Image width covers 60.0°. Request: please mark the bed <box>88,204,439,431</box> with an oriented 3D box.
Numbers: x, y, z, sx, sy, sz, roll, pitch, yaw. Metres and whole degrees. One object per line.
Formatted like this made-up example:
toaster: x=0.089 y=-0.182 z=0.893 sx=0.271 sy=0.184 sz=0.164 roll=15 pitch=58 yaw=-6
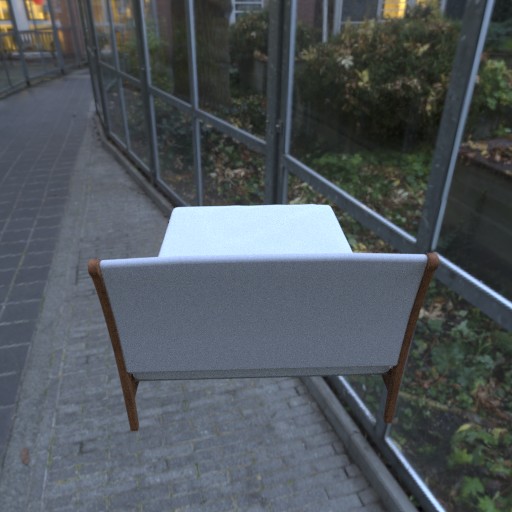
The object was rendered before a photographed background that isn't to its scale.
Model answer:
bed: x=0.000 y=0.000 z=3.009 sx=1.502 sy=1.135 sz=2.108 roll=-1 pitch=29 yaw=-2
